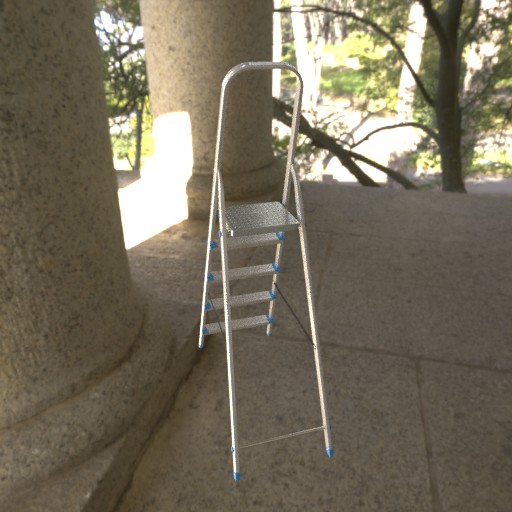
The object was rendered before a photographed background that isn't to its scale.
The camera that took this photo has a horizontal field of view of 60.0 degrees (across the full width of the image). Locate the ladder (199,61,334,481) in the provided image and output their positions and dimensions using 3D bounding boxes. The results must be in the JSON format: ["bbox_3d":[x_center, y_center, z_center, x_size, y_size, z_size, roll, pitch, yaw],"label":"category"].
[{"bbox_3d":[0.000,0.000,2.037,0.468,1.648,0.990,-7,27,-14],"label":"ladder"}]
